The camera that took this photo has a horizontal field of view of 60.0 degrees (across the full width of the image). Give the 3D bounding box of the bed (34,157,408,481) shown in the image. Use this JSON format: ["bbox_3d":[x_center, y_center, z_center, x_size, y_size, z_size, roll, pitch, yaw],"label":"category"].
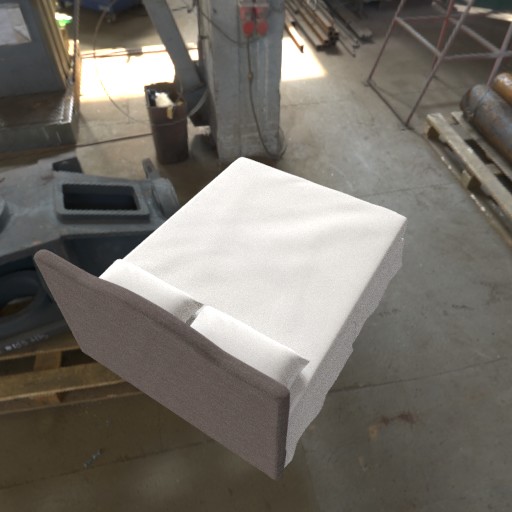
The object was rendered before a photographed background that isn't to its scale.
[{"bbox_3d":[0.000,0.000,3.982,2.161,1.457,2.689,25,52,22],"label":"bed"}]
